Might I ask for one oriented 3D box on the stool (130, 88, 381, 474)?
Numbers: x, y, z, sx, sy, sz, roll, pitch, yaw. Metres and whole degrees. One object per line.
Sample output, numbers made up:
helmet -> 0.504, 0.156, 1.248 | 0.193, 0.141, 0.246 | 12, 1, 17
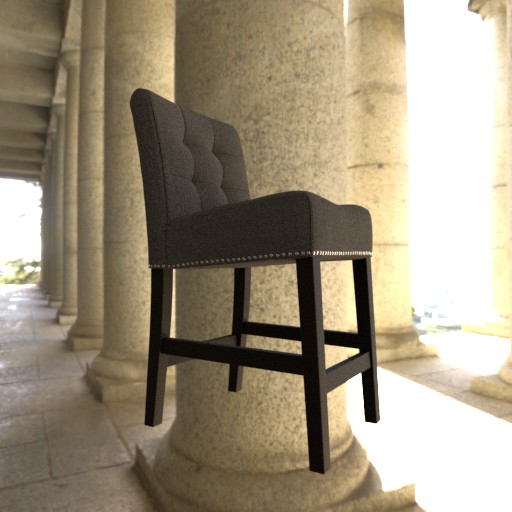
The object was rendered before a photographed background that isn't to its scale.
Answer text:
stool -> 0.000, 0.000, 1.199 | 0.571, 0.885, 0.427 | 0, 0, 33
